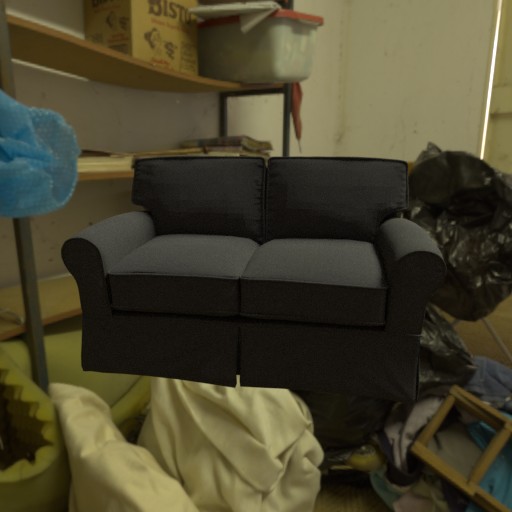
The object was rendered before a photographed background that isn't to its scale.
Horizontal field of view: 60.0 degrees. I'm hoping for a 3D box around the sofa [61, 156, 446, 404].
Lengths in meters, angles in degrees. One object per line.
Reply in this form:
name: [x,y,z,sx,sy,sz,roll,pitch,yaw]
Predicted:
sofa: [0.000,0.000,2.442,1.801,1.059,0.997,2,14,10]
